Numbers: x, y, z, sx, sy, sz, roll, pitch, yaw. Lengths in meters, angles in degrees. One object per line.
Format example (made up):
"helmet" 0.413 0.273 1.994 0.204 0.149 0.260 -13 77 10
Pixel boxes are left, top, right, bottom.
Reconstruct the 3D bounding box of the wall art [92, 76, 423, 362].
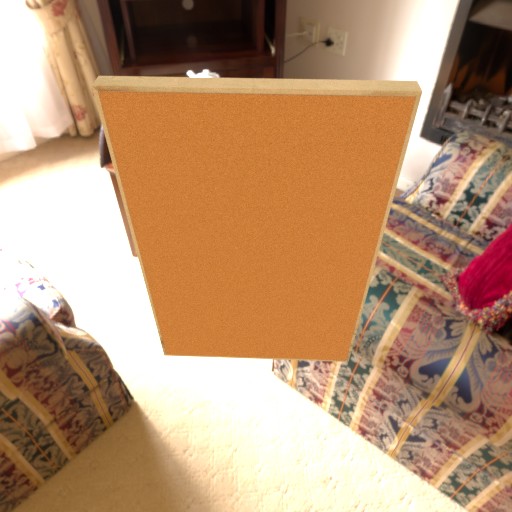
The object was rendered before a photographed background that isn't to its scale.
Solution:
"wall art" 0.000 0.000 0.963 0.508 0.764 0.038 2 45 2
